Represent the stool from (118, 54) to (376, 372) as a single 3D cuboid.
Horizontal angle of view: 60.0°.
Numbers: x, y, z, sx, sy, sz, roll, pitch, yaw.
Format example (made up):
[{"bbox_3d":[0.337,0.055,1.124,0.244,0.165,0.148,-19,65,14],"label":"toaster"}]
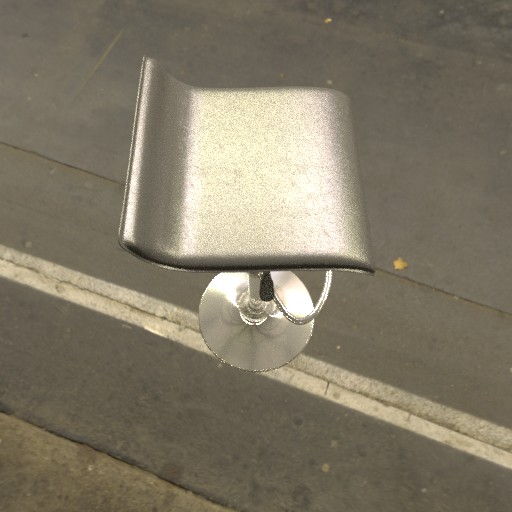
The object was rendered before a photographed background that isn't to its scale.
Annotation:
[{"bbox_3d":[0.000,0.000,1.060,0.381,0.851,0.381,-1,64,0],"label":"stool"}]
